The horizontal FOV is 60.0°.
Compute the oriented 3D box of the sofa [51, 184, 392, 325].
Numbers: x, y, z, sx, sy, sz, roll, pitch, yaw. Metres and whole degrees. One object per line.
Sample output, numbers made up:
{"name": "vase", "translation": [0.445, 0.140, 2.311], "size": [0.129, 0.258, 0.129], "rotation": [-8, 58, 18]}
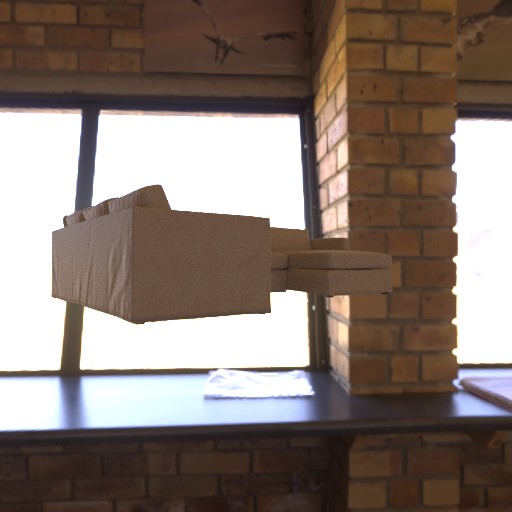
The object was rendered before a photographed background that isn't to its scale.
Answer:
{"name": "sofa", "translation": [0.000, 0.000, 4.548], "size": [3.460, 0.882, 2.427], "rotation": [1, -1, -35]}
